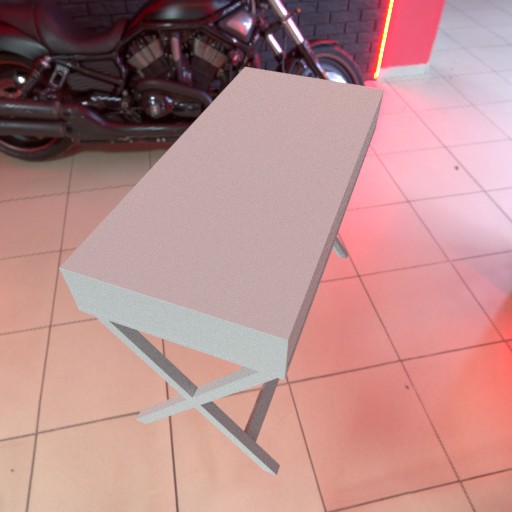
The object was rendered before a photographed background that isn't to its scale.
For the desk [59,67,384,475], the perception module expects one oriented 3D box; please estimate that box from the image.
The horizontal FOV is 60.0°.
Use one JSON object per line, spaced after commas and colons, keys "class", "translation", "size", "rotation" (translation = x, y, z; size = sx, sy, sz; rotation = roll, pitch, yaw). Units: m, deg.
{"class": "desk", "translation": [0.000, 0.000, 1.493], "size": [0.525, 0.780, 1.057], "rotation": [15, 48, 14]}
